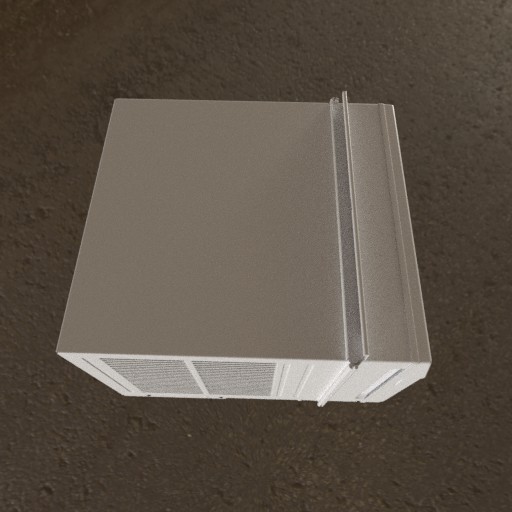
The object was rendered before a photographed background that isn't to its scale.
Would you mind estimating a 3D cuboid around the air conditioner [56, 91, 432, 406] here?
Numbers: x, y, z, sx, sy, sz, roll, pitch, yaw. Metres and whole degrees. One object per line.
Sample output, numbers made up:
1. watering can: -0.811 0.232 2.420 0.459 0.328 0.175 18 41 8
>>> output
1. air conditioner: 0.000 0.000 0.864 0.546 0.388 0.503 1 63 1
